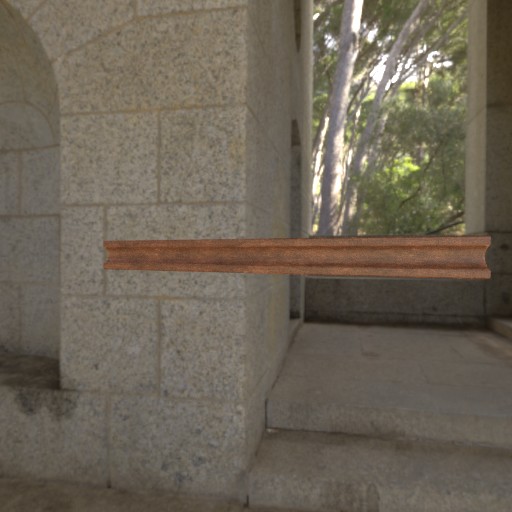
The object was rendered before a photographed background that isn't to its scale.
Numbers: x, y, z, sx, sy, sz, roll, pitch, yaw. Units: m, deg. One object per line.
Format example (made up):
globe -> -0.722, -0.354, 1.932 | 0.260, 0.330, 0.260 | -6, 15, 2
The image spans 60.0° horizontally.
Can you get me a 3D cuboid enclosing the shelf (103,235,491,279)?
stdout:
shelf -> 0.000, 0.000, 0.447 | 0.296, 0.035, 0.296 | 0, 1, -18
